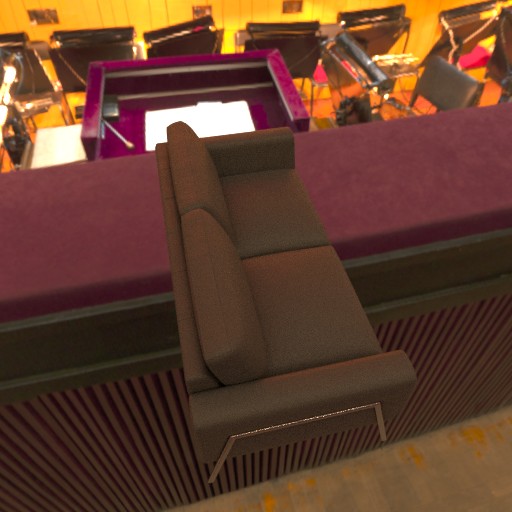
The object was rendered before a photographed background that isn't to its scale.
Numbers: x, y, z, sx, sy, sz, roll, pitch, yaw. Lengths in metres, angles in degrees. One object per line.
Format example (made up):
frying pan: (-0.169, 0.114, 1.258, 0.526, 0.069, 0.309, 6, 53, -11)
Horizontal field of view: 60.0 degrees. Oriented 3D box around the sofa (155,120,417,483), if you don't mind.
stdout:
sofa: (0.000, 0.000, 2.549, 0.953, 0.875, 2.017, -10, 48, -9)
